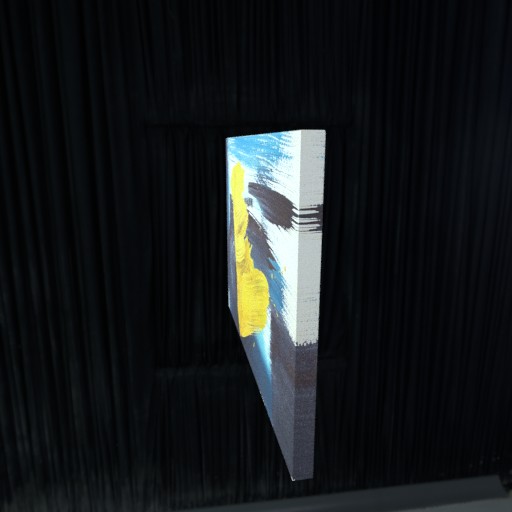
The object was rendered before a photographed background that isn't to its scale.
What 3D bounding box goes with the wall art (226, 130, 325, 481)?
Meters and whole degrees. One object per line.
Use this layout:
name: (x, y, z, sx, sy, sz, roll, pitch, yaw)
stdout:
wall art: (0.000, 0.000, 1.164, 0.039, 0.610, 0.914, -3, 14, -10)
